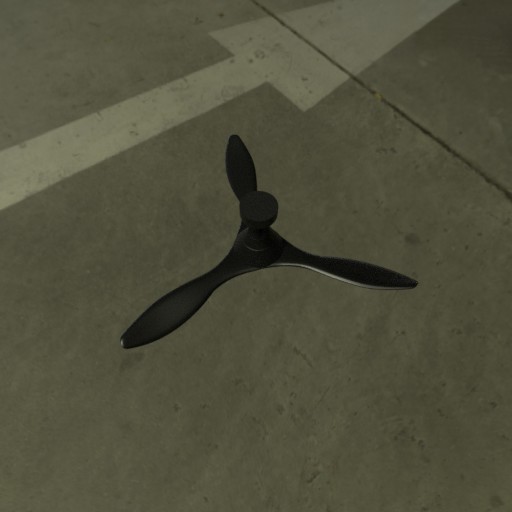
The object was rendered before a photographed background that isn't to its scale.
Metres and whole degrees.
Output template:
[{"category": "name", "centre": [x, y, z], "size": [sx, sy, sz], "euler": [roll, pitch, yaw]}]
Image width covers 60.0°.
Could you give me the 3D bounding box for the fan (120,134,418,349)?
[{"category": "fan", "centre": [0.000, 0.000, 1.636], "size": [1.067, 0.305, 1.067], "euler": [32, 63, 19]}]
